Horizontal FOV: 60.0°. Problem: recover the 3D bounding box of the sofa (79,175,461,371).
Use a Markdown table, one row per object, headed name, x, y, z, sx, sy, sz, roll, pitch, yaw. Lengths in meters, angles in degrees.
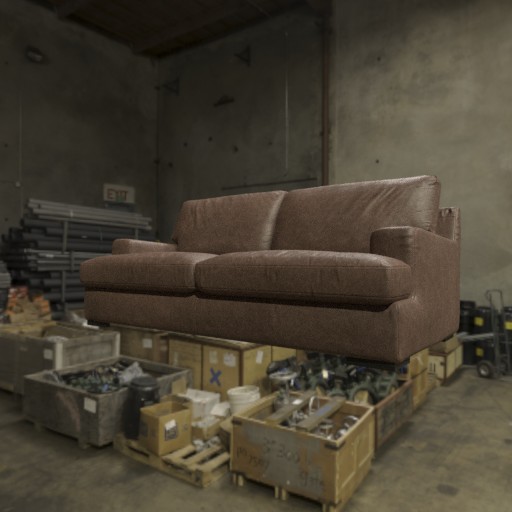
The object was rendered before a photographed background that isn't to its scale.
| name | x | y | z | sx | sy | sz | roll | pitch | yaw |
| --- | --- | --- | --- | --- | --- | --- | --- | --- | --- |
| sofa | 0.000 | 0.000 | 2.816 | 2.261 | 0.941 | 1.143 | 0 | -1 | 37 |
